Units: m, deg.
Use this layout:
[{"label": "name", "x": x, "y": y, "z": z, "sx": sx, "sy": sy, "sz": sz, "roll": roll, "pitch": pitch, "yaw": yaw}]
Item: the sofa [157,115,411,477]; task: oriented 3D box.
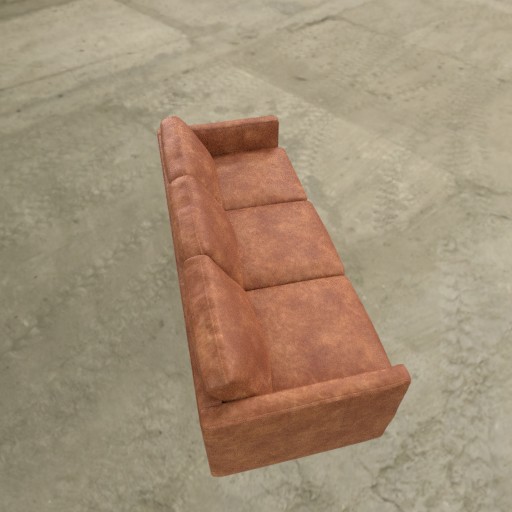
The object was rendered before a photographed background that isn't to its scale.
[{"label": "sofa", "x": 0.000, "y": 0.000, "z": 2.984, "sx": 1.045, "sy": 1.006, "sz": 2.464, "roll": -10, "pitch": 48, "yaw": -9}]
